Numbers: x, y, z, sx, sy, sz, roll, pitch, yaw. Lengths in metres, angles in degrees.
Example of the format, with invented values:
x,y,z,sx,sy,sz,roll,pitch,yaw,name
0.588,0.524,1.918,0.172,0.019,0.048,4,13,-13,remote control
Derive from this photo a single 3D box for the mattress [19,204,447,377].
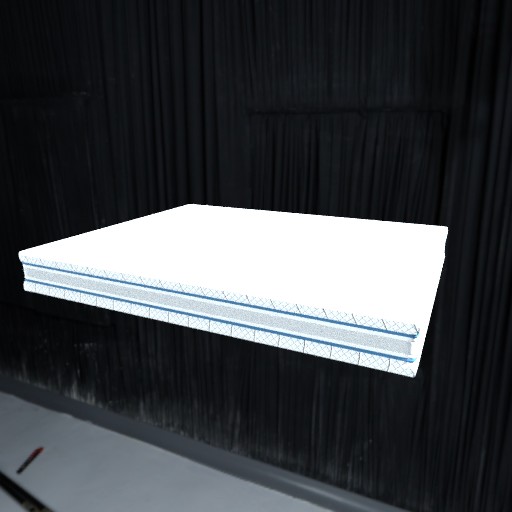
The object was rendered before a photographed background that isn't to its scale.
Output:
x,y,z,sx,sy,sz,roll,pitch,yaw,name
0.000,0.000,2.628,2.000,0.230,1.600,8,18,24,mattress
